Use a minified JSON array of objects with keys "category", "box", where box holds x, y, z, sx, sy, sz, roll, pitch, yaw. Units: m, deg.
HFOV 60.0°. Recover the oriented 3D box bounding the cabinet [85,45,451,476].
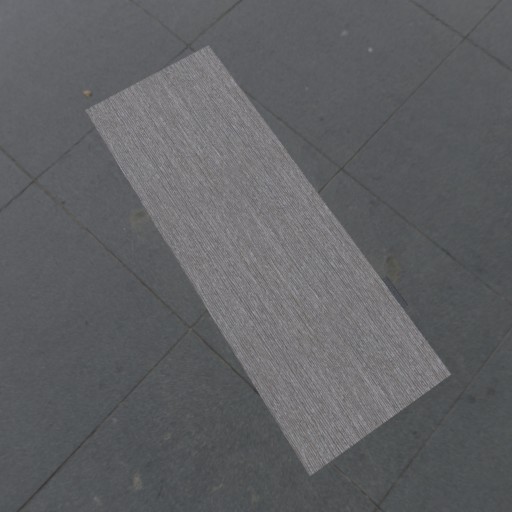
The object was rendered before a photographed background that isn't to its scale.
[{"category":"cabinet","box":[0.000,0.000,1.630,0.500,0.599,1.300,-32,77,-8]}]
